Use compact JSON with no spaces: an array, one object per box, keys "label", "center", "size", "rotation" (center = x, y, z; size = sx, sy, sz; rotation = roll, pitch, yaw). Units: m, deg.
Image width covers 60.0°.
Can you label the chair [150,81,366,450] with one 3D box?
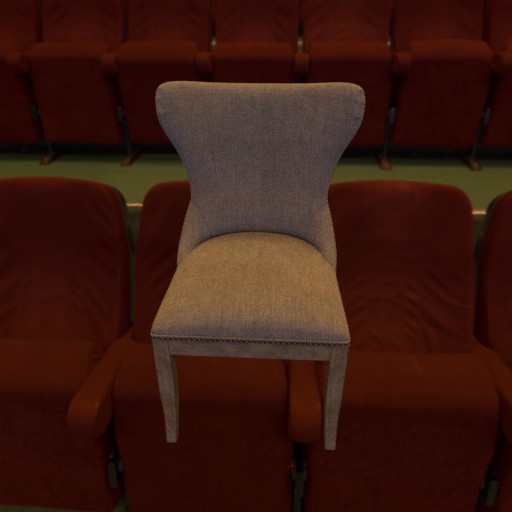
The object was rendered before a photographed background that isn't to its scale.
[{"label":"chair","center":[0.000,0.000,1.441],"size":[0.654,1.002,0.681],"rotation":[2,30,3]}]
